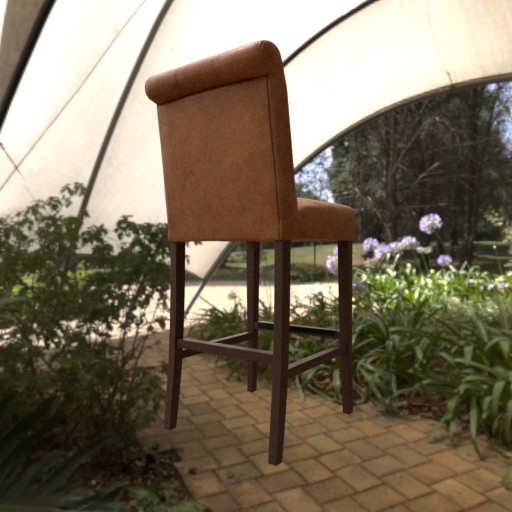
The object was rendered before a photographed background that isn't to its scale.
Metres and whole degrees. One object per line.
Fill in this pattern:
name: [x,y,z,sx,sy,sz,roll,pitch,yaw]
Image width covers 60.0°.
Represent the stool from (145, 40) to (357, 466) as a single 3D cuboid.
stool: [0.000,0.000,1.494,0.493,1.140,0.601,0,1,35]
